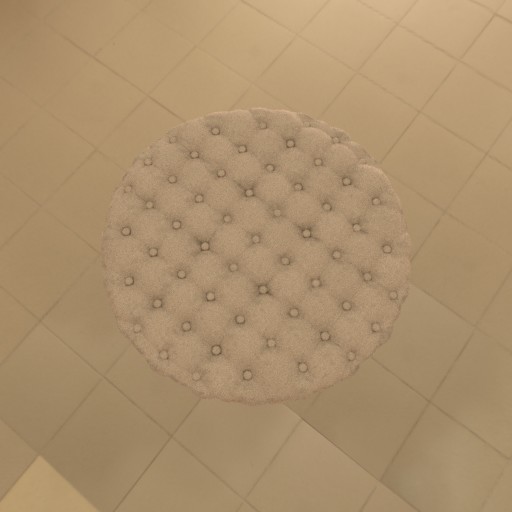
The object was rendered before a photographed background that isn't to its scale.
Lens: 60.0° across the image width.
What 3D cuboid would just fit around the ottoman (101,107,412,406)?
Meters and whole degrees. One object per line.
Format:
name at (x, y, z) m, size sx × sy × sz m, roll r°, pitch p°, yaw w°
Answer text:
ottoman at (0.000, 0.000, 1.548) m, size 0.998 × 0.399 × 0.998 m, roll 0°, pitch 74°, yaw 0°
